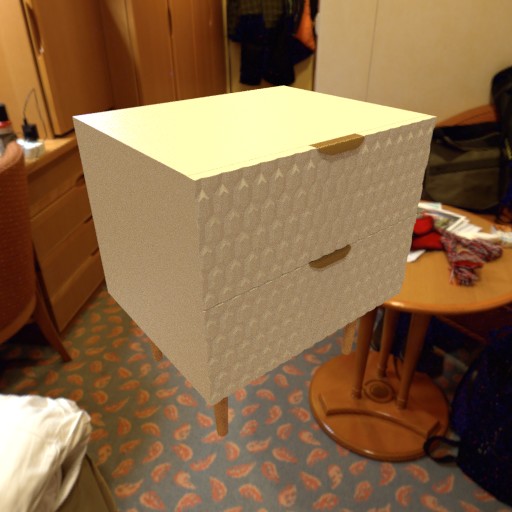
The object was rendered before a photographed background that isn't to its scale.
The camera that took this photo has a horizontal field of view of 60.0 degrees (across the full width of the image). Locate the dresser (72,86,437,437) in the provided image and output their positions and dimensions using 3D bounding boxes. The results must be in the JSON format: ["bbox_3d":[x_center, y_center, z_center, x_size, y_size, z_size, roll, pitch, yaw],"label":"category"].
[{"bbox_3d":[0.000,0.000,0.925,0.503,0.568,0.414,-22,37,-33],"label":"dresser"}]
